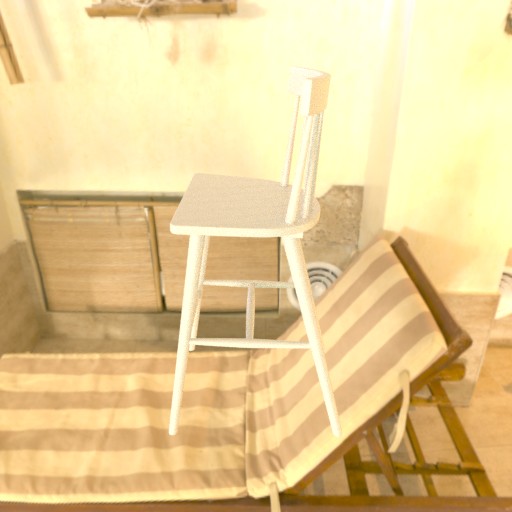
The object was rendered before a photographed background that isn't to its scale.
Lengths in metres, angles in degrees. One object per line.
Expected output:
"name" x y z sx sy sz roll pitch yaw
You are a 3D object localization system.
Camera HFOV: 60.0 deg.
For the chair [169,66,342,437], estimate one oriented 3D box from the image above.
"chair" 0.000 0.000 1.417 0.572 1.092 0.483 0 26 0
